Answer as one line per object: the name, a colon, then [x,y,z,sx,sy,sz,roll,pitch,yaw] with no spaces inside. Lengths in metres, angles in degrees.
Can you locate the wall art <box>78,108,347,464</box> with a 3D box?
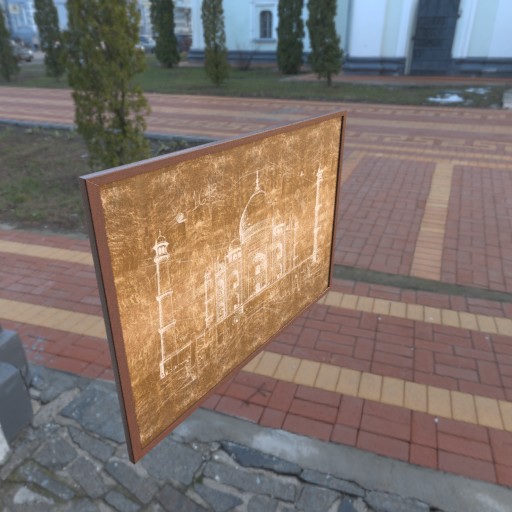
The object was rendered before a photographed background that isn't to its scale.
wall art: [0.000,0.000,0.830,0.014,0.455,0.660,18,31,32]
